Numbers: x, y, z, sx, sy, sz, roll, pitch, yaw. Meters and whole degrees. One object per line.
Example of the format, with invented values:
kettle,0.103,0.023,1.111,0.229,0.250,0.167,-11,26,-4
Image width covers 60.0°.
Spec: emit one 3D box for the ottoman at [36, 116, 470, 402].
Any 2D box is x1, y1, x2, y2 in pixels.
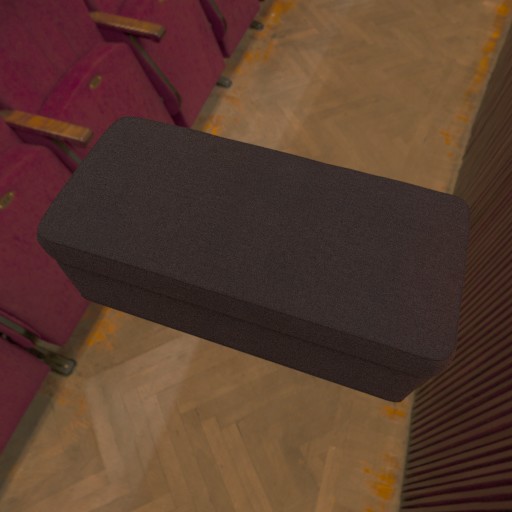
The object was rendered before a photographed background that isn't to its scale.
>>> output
ottoman,0.000,0.000,1.364,1.110,0.460,0.515,16,60,10
